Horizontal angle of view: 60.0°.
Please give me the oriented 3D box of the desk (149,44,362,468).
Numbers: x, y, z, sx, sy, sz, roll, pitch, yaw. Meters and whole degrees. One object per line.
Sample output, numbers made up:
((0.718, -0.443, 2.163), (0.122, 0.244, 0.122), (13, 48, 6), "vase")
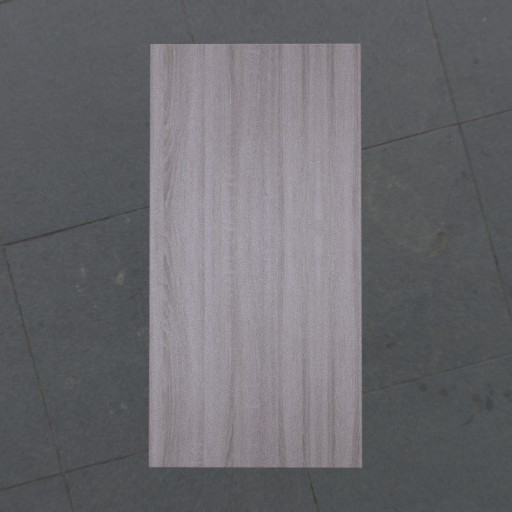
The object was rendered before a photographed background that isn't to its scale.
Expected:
((0.000, 0.000, 1.815), (0.690, 0.745, 1.380), (0, 89, 0), "desk")
